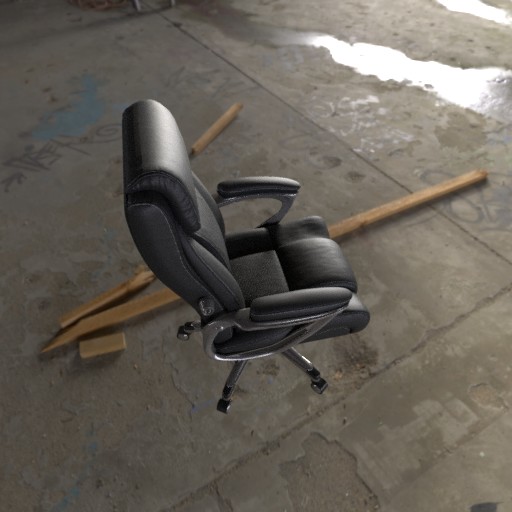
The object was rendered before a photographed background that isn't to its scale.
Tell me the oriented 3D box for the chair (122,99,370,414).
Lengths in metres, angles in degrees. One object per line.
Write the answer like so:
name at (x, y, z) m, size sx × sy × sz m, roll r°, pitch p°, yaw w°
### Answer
chair at (0.000, 0.000, 1.680) m, size 0.784 × 1.167 × 0.741 m, roll -9°, pitch 47°, yaw -9°
